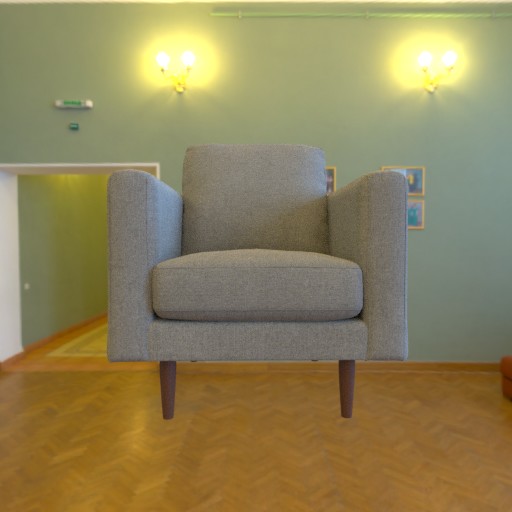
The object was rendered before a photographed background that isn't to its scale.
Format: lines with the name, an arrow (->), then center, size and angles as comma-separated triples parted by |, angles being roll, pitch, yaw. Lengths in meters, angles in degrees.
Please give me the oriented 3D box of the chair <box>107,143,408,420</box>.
chair -> 0.000, 0.000, 1.597 | 0.855, 0.927, 0.800 | 0, 2, -1
